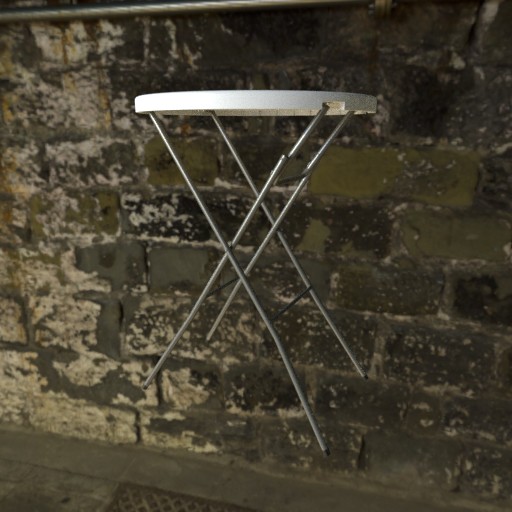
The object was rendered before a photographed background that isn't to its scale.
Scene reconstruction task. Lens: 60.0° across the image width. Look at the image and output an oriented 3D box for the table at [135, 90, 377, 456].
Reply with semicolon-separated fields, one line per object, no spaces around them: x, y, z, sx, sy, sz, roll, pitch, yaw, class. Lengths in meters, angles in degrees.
0.000;0.000;1.654;0.795;1.105;0.792;8;18;26;table
